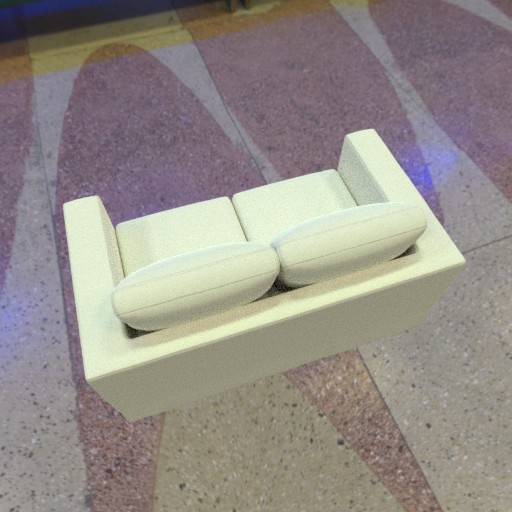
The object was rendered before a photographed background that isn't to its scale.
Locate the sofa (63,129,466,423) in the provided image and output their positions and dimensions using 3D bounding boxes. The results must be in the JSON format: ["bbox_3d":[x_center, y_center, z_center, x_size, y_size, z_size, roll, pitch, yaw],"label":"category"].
[{"bbox_3d":[0.000,0.000,2.374,1.813,0.932,1.009,-16,59,-10],"label":"sofa"}]
